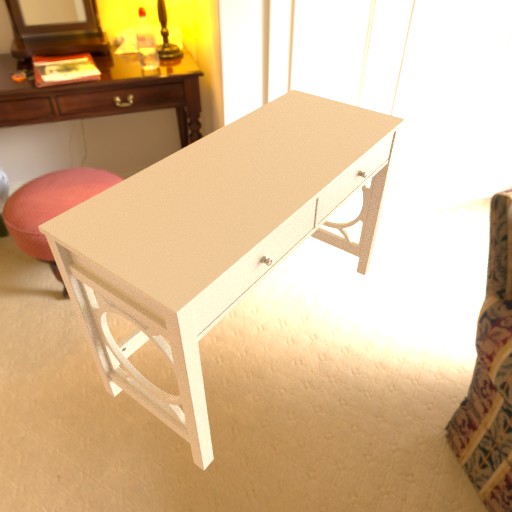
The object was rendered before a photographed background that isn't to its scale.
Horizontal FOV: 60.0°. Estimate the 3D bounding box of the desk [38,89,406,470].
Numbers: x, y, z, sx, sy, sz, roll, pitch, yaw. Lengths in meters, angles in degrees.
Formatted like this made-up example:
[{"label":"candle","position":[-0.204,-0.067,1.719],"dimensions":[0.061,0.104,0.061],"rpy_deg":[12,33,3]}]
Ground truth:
[{"label":"desk","position":[0.000,0.000,1.628],"dimensions":[0.504,0.762,1.191],"rpy_deg":[26,47,27]}]
